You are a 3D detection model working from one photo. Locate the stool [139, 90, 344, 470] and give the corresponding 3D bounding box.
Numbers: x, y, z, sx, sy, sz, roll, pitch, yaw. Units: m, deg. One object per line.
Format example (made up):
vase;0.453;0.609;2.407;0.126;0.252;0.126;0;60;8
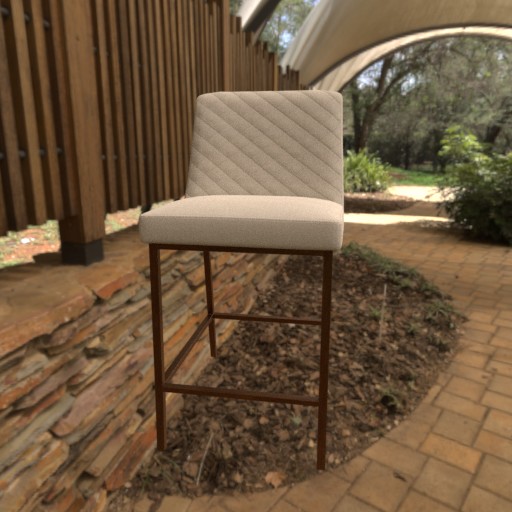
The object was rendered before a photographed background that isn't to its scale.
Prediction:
stool;0.000;0.000;1.320;0.507;0.973;0.576;2;15;9
